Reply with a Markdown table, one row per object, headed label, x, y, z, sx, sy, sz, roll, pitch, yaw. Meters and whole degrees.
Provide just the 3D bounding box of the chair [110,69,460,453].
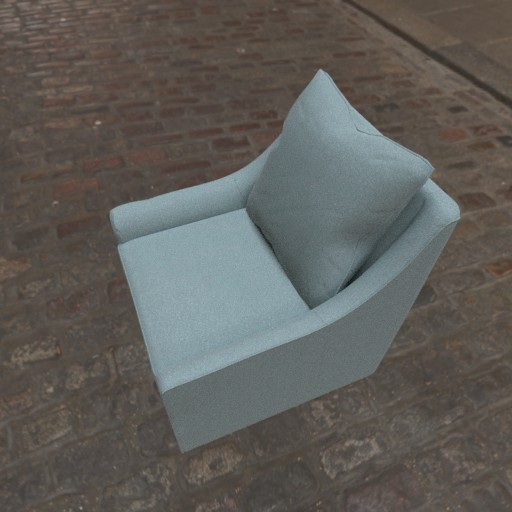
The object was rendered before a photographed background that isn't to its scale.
| label | x | y | z | sx | sy | sz | roll | pitch | yaw |
| --- | --- | --- | --- | --- | --- | --- | --- | --- | --- |
| chair | 0.000 | 0.000 | 1.514 | 0.870 | 0.926 | 0.760 | -17 | 50 | -15 |
